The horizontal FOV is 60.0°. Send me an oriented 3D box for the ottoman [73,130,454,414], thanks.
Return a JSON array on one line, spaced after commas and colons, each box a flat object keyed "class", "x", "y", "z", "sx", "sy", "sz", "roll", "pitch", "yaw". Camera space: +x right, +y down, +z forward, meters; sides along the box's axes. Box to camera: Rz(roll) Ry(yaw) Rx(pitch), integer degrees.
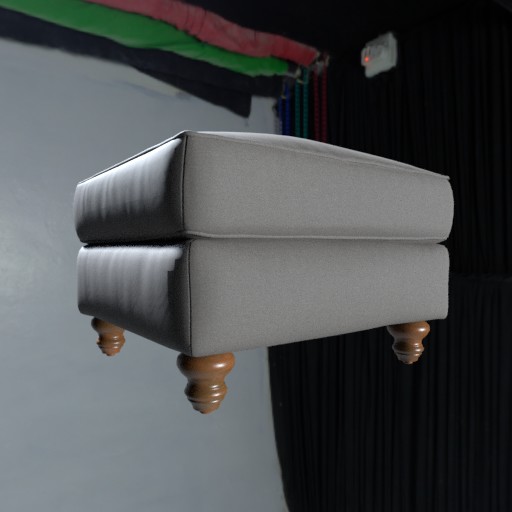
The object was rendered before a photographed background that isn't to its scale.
[{"class": "ottoman", "x": 0.000, "y": 0.000, "z": 1.085, "sx": 0.721, "sy": 0.505, "sz": 0.662, "roll": -1, "pitch": 1, "yaw": -36}]
